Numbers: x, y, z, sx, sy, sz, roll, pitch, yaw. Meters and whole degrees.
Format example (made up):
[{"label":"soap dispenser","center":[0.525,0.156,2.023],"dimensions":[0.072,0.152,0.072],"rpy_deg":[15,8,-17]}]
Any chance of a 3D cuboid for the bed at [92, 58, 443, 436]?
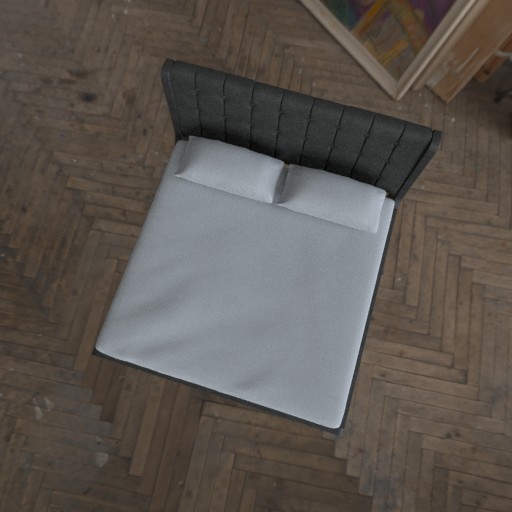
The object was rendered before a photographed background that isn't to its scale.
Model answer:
[{"label":"bed","center":[0.000,0.000,3.216],"dimensions":[1.903,1.158,2.031],"rpy_deg":[17,75,5]}]
